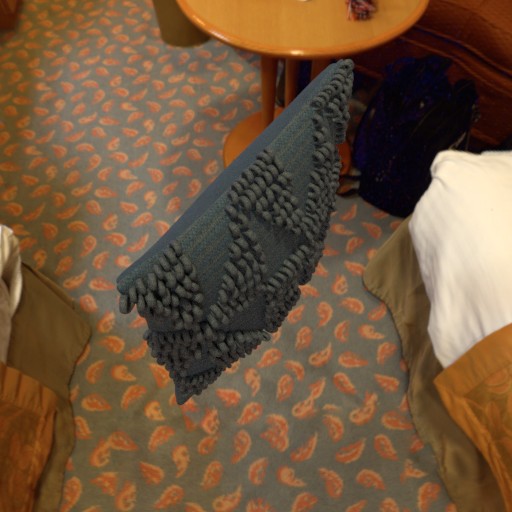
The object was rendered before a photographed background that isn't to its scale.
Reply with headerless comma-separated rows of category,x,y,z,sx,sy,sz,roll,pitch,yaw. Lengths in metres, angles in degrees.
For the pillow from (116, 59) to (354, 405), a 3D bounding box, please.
pillow,0.000,0.000,0.720,0.172,0.466,0.469,31,64,17
